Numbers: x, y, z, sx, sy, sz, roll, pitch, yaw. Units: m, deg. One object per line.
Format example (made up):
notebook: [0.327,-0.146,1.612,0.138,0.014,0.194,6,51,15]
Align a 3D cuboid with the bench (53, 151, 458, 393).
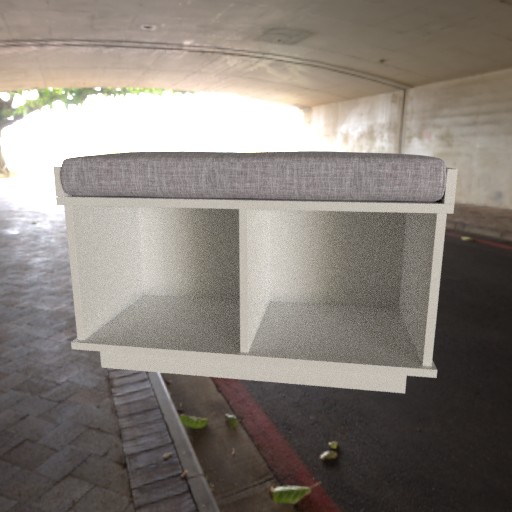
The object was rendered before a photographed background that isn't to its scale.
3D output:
bench: [0.000,0.000,1.001,0.734,0.461,0.362,2,14,9]
